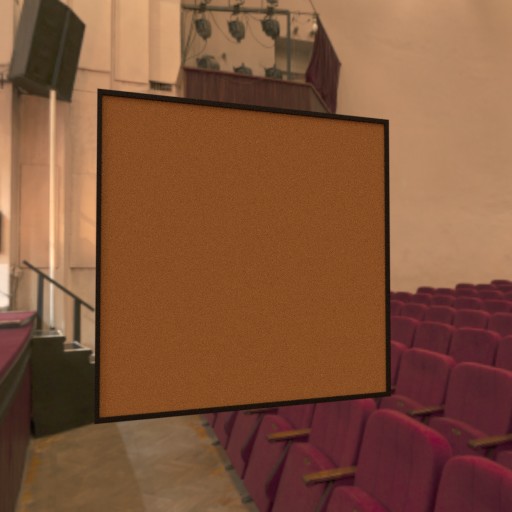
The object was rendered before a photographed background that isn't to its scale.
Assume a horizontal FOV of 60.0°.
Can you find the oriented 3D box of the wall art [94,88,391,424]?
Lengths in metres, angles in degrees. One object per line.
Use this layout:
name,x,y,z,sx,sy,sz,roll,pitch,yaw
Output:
wall art,0.000,0.000,0.674,0.458,0.457,0.013,0,-2,-16
